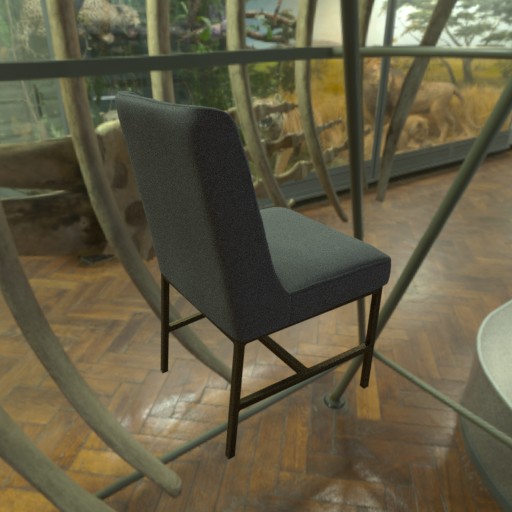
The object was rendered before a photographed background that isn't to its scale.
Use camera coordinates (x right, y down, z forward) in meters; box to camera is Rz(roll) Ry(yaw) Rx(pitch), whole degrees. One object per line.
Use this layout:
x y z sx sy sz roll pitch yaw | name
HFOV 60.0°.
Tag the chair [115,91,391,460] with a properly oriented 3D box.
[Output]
0.000 0.000 1.255 0.587 0.889 0.508 -17 31 -31 | chair
